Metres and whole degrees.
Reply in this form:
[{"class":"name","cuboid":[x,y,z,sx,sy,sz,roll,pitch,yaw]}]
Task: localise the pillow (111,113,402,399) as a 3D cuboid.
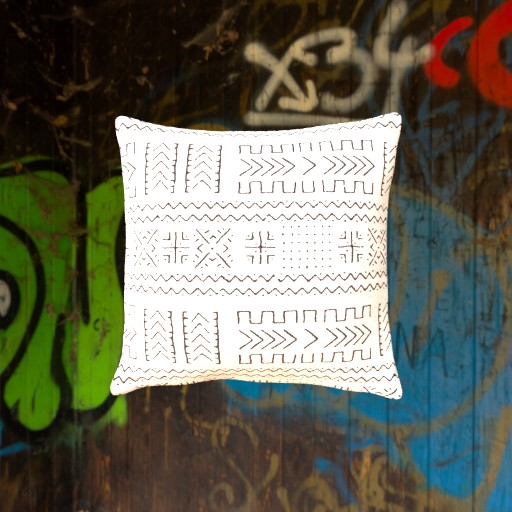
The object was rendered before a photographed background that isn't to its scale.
[{"class":"pillow","cuboid":[0.000,0.000,0.668,0.438,0.430,0.164,0,1,0]}]
